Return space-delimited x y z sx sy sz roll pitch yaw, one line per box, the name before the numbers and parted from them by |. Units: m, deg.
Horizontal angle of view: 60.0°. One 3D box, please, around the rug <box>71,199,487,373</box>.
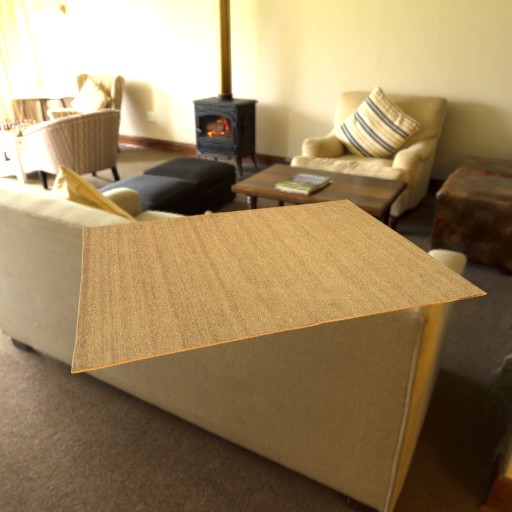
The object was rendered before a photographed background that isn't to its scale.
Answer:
rug | 0.000 0.000 4.220 3.202 0.045 2.434 -8 27 -15
